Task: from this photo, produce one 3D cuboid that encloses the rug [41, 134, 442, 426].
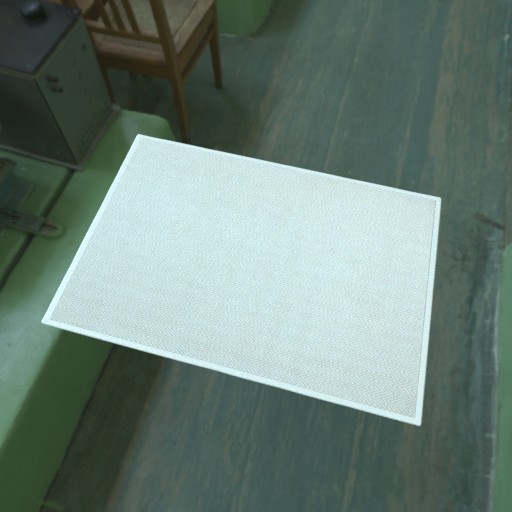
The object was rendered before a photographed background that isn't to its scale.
[{"bbox_3d":[0.000,0.000,2.845,2.244,0.017,1.532,13,63,7],"label":"rug"}]
